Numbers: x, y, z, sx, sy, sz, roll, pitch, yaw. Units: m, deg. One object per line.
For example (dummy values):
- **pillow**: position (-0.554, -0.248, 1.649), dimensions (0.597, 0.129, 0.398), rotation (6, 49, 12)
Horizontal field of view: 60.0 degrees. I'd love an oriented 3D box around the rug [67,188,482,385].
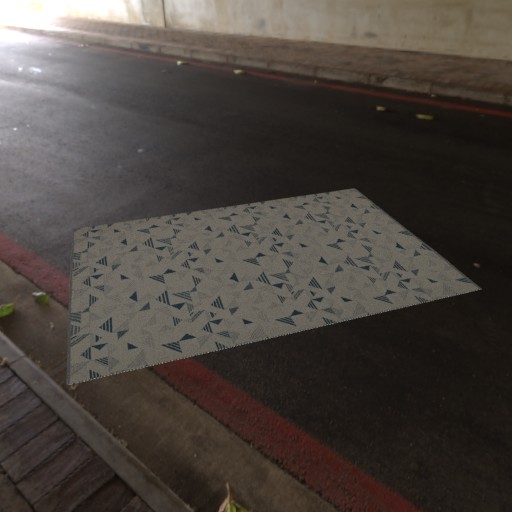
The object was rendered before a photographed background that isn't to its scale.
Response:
- **rug**: position (0.000, 0.000, 2.312), dimensions (1.835, 0.003, 1.206), rotation (-10, 34, -15)
